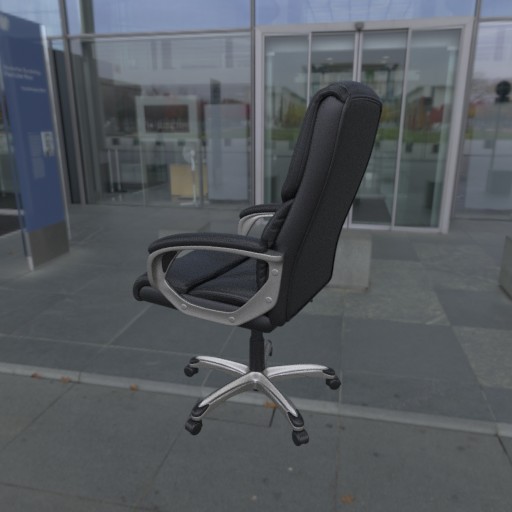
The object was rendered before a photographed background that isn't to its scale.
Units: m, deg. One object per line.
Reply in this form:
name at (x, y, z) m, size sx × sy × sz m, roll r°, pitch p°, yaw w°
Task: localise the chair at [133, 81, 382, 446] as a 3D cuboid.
chair at (0.000, 0.000, 1.606) m, size 0.739 × 1.155 × 0.663 m, roll 8°, pitch 19°, yaw 26°
